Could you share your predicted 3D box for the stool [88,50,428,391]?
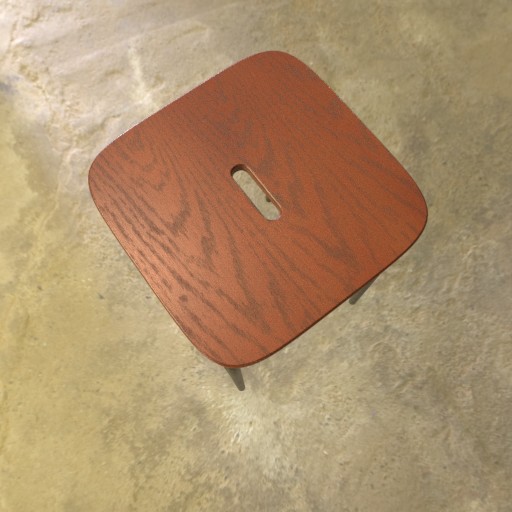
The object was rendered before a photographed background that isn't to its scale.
[{"bbox_3d":[0.000,0.000,0.869,0.376,0.610,0.376,-36,77,-9],"label":"stool"}]
